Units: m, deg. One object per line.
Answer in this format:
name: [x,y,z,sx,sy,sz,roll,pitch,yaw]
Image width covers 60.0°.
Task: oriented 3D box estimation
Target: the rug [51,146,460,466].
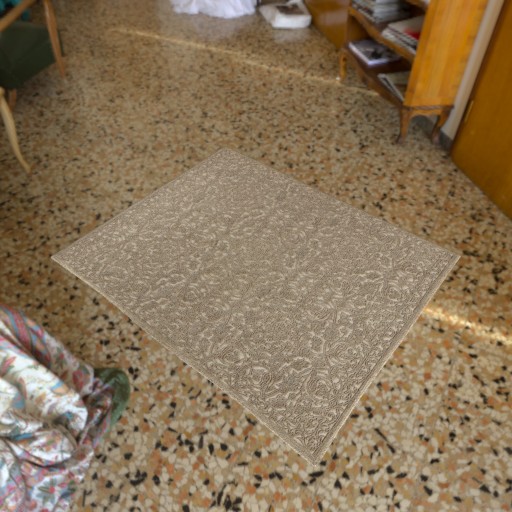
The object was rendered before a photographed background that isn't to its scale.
rug: [0.000,0.000,4.205,3.017,0.035,2.472,30,53,26]
